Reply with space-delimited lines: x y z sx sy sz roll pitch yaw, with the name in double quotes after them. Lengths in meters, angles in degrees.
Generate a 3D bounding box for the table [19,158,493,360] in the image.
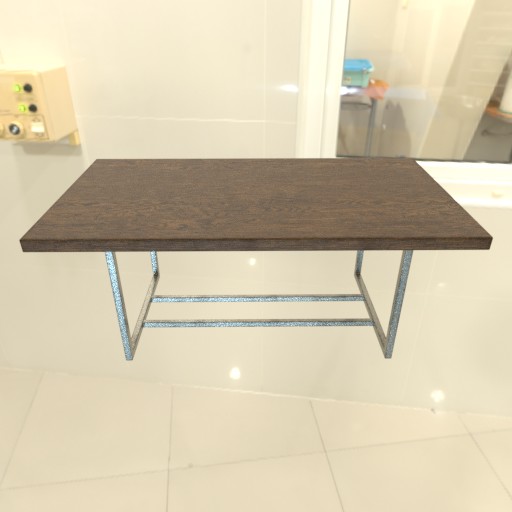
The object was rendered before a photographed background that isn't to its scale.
0.000 0.000 2.520 1.989 0.795 1.078 0 30 -1 "table"
